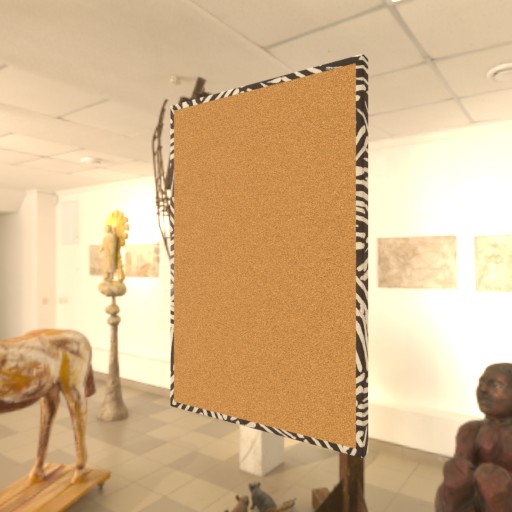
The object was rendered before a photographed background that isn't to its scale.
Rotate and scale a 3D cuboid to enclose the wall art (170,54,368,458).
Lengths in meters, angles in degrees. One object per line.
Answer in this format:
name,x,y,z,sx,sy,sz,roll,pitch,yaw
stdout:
wall art,0.000,0.000,1.192,0.615,0.918,0.035,0,0,35
